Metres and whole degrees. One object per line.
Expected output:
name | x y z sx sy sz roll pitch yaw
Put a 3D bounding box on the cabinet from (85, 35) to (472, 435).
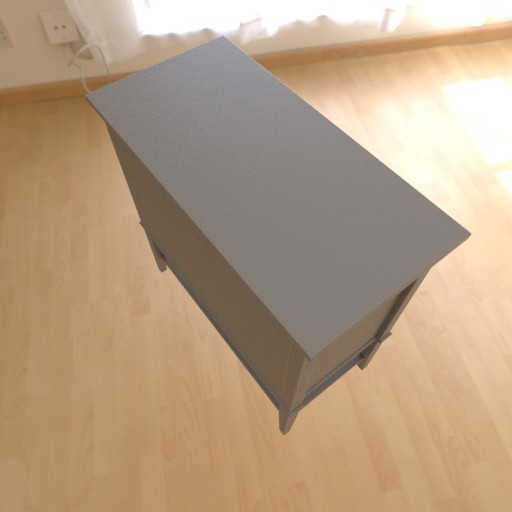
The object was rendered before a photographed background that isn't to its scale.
cabinet | 0.000 0.000 1.256 0.396 0.780 0.801 -33 63 -19
